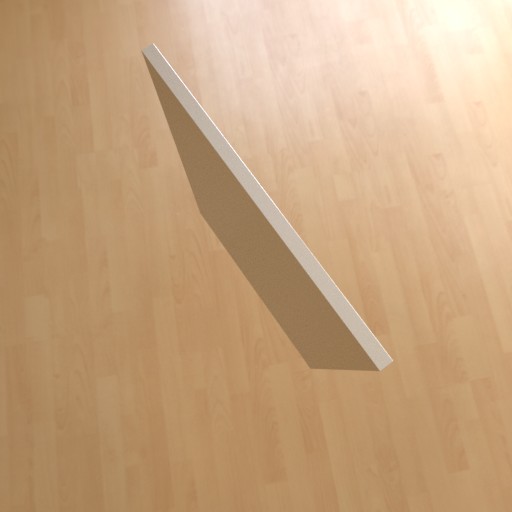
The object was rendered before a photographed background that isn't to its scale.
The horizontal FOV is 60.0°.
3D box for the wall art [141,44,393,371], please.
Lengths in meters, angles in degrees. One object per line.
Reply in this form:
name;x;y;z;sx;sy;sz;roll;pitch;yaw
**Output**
wall art;0.000;0.000;1.382;0.030;1.046;0.816;-34;78;-8
